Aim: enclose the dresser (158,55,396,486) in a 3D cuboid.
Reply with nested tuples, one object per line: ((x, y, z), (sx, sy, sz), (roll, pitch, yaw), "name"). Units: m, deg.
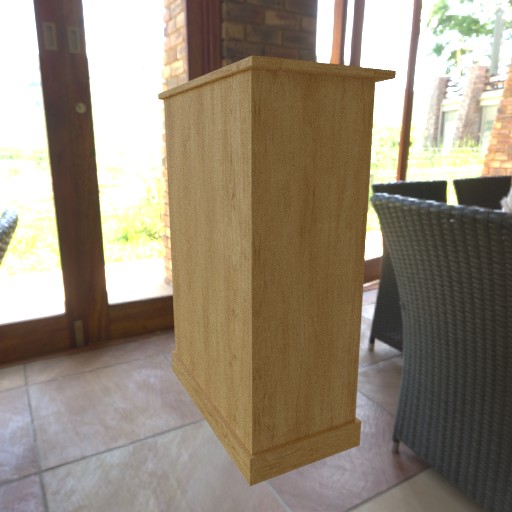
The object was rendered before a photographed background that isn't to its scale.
((0.000, 0.000, 1.771), (0.485, 1.300, 0.915), (-7, 15, -26), "dresser")
